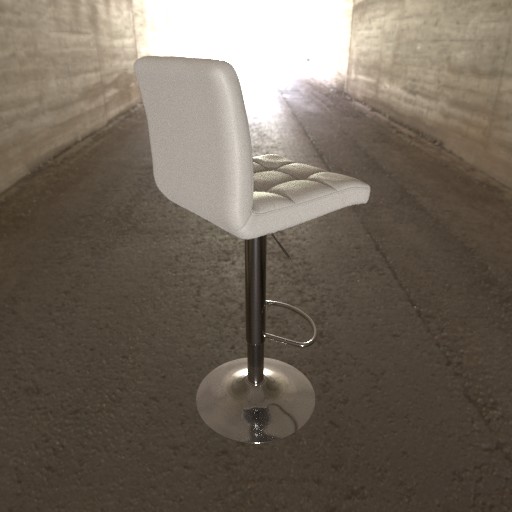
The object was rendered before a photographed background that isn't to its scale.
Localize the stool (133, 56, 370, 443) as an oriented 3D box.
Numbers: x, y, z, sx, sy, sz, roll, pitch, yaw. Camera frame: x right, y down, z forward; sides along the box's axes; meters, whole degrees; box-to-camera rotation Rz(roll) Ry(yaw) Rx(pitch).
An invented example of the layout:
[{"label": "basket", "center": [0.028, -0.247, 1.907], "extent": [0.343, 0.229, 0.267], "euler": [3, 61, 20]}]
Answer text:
[{"label": "stool", "center": [0.000, 0.000, 1.350], "extent": [0.505, 1.115, 0.430], "euler": [-18, 31, -33]}]
